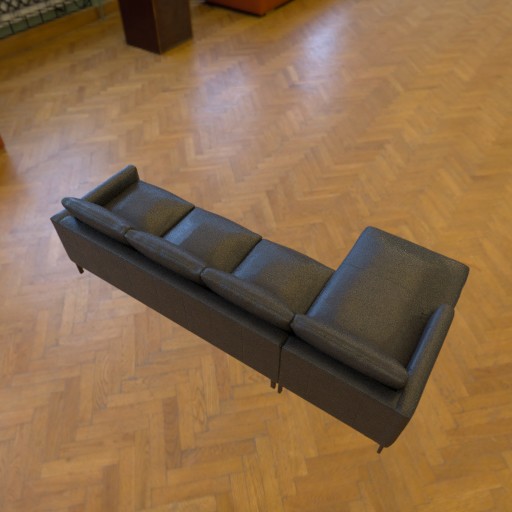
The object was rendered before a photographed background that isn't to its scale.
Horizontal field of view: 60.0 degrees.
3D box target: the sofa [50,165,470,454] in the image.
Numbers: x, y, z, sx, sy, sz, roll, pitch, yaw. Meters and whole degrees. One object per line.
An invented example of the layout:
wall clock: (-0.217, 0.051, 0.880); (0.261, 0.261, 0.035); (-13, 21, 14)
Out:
sofa: (0.000, 0.000, 3.550); (2.993, 0.859, 1.471); (26, 52, 22)
